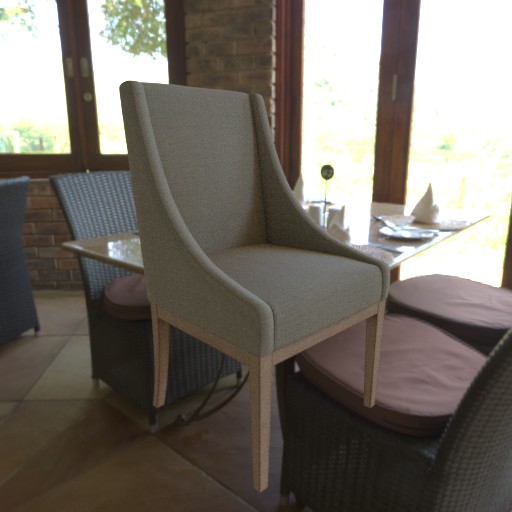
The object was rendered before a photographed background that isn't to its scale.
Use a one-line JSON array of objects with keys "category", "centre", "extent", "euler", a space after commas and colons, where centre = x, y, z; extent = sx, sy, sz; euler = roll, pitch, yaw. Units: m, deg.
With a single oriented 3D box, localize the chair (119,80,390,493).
[{"category": "chair", "centre": [0.000, 0.000, 1.366], "extent": [0.575, 1.021, 0.611], "euler": [-14, 20, -43]}]
